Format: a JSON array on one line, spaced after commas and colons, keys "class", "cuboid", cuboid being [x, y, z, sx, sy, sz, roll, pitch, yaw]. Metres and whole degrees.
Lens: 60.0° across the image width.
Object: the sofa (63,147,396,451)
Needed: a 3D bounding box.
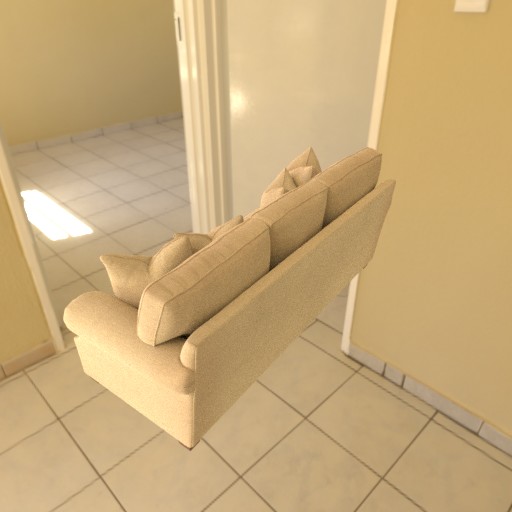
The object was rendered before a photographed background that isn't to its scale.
[{"class": "sofa", "cuboid": [0.000, 0.000, 2.859, 0.965, 0.975, 2.312, 21, 38, 30]}]
